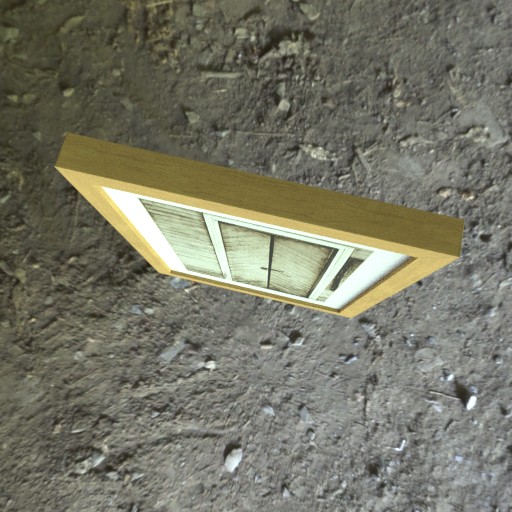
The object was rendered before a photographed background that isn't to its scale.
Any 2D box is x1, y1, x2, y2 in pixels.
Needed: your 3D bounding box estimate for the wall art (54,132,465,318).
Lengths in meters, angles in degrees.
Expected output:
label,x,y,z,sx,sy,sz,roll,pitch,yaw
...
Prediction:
label,x,y,z,sx,sy,sz,roll,pitch,yaw
wall art,0.000,0.000,0.518,0.312,0.380,0.030,13,76,3
